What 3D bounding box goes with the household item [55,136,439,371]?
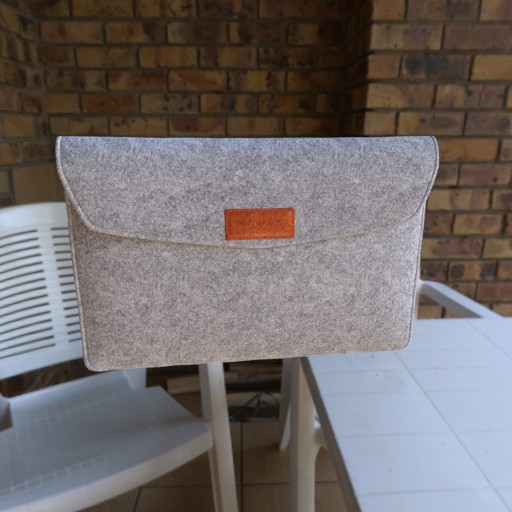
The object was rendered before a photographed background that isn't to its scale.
[{"bbox_3d":[0.000,0.000,0.423,0.335,0.221,0.057,-2,16,-8],"label":"household item"}]
